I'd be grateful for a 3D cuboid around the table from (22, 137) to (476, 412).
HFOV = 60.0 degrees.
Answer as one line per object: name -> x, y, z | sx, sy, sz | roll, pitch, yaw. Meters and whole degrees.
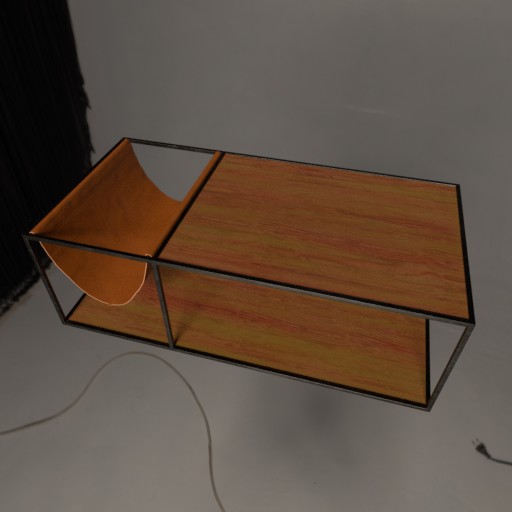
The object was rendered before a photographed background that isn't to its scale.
table -> 0.000, 0.000, 1.468 | 1.199, 0.403, 0.597 | 11, 43, 11
